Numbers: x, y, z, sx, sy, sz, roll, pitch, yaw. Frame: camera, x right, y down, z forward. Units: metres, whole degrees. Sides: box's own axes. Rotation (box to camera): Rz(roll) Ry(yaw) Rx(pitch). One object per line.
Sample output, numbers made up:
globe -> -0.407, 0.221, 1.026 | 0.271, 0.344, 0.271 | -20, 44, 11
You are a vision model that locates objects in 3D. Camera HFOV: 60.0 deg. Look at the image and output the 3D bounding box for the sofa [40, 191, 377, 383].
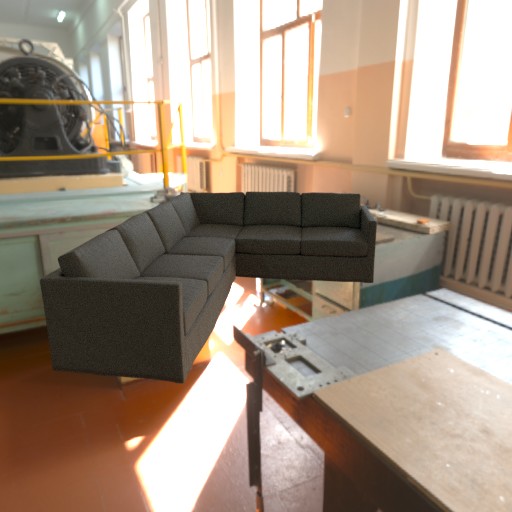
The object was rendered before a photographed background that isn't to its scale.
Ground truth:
sofa -> 0.000, 0.000, 4.274 | 2.432, 0.871, 3.182 | 2, 16, 6
